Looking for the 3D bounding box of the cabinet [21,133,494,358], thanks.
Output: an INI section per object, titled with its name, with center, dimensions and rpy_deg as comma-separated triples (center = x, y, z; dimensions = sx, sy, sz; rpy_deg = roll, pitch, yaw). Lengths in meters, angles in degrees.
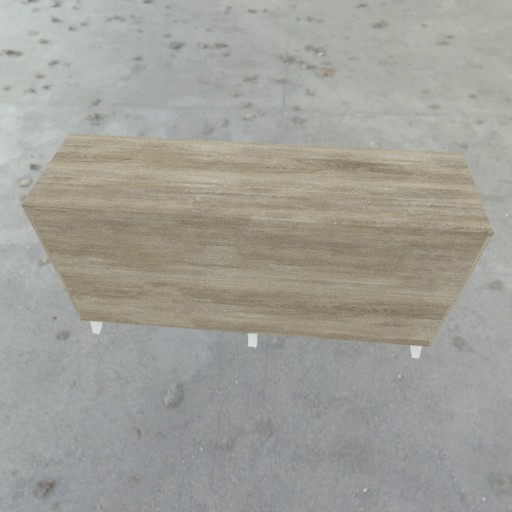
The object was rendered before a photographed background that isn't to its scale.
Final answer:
[cabinet]
center = 0.000, 0.000, 1.968
dimensions = 1.600, 0.870, 0.450
rpy_deg = 4, 48, 3
